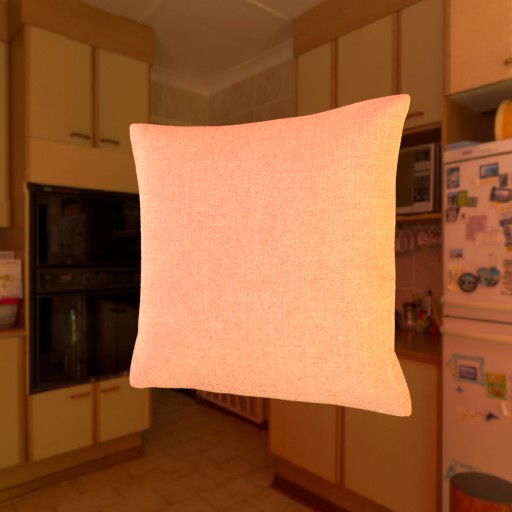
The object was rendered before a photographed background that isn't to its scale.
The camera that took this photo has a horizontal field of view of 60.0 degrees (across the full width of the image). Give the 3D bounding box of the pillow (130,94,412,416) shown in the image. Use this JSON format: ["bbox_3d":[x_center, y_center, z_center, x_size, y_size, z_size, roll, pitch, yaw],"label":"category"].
[{"bbox_3d":[0.000,0.000,0.656,0.435,0.428,0.148,0,0,18],"label":"pillow"}]
